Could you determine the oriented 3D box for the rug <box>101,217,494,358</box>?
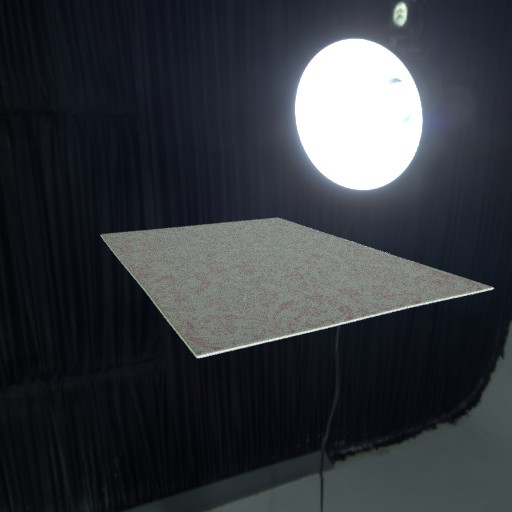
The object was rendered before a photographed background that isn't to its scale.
[{"bbox_3d":[0.000,0.000,2.852,1.598,0.014,2.202,-8,17,-26],"label":"rug"}]
